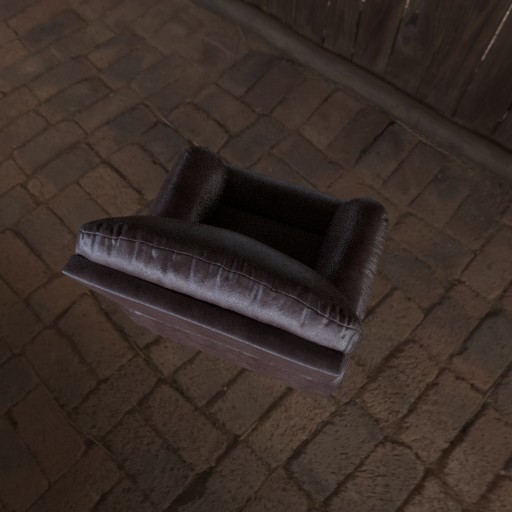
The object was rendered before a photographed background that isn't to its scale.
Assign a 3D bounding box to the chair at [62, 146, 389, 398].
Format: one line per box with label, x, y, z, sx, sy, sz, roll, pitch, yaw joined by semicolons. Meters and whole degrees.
chair;0.000;0.000;1.705;0.940;1.041;0.879;19;66;9
